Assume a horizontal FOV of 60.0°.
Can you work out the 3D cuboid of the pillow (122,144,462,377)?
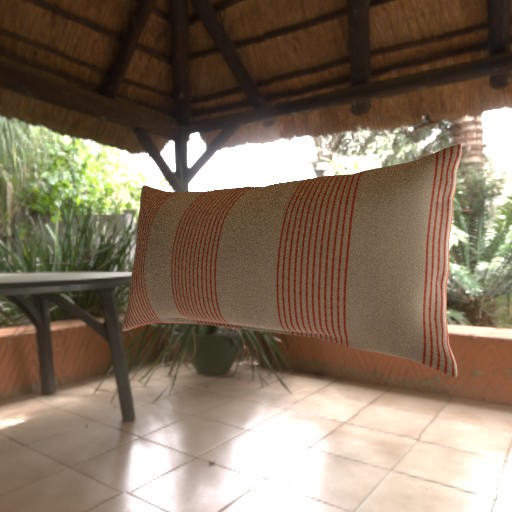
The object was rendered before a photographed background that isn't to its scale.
[{"bbox_3d":[0.000,0.000,0.714,0.608,0.292,0.156,0,0,35],"label":"pillow"}]
